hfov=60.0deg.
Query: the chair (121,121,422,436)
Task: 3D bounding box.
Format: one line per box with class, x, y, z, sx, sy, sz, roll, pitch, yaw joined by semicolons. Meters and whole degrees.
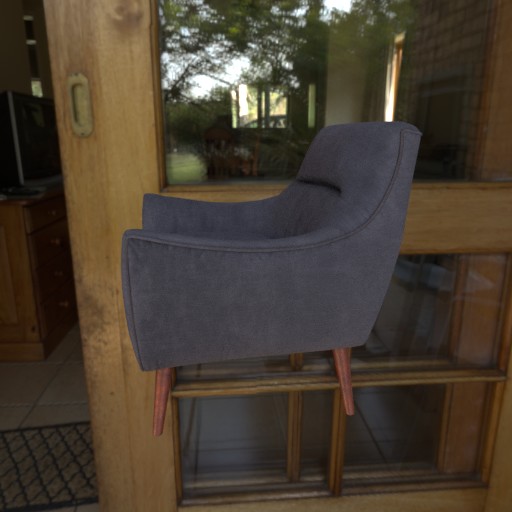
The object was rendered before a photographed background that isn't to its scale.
chair;0.000;0.000;1.449;0.787;0.838;0.762;-3;15;-10
